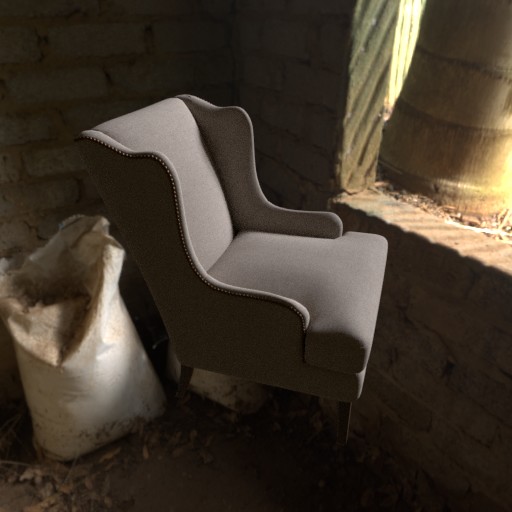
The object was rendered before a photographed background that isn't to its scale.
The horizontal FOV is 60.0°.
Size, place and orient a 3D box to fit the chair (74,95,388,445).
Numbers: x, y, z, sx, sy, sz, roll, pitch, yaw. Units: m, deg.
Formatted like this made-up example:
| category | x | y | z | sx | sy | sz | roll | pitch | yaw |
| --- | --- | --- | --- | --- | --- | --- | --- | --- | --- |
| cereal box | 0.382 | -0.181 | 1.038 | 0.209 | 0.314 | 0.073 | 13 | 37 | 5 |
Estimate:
| category | x | y | z | sx | sy | sz | roll | pitch | yaw |
| --- | --- | --- | --- | --- | --- | --- | --- | --- | --- |
| chair | 0.000 | 0.000 | 1.677 | 0.940 | 1.029 | 0.737 | 10 | 31 | 16 |
